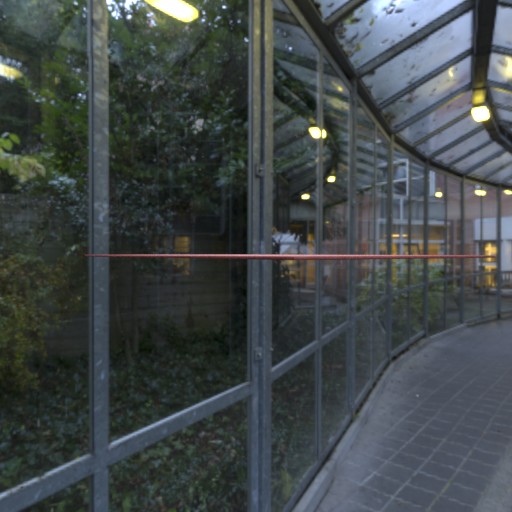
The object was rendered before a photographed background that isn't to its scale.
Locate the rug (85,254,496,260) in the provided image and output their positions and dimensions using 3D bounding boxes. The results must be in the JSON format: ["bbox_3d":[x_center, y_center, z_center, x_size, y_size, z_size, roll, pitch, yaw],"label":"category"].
[{"bbox_3d":[0.000,0.000,2.990,1.524,0.014,2.438,0,0,-38],"label":"rug"}]
